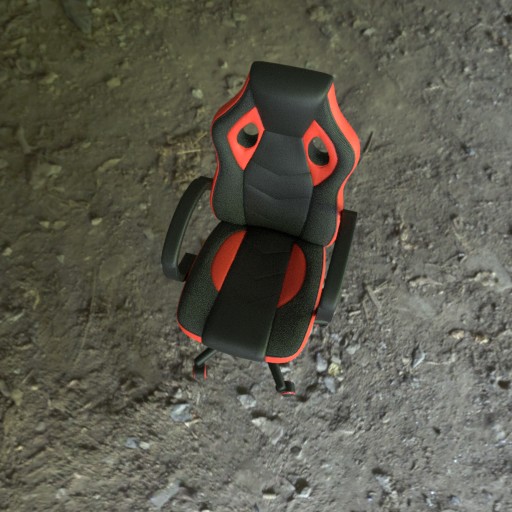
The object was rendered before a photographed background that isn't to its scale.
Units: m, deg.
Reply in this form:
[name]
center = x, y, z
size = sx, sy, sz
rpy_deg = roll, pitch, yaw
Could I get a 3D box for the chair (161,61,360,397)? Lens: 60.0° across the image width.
[chair]
center = 0.000, 0.000, 1.448
size = 0.600, 1.016, 0.642
rpy_deg = 14, 60, 9
